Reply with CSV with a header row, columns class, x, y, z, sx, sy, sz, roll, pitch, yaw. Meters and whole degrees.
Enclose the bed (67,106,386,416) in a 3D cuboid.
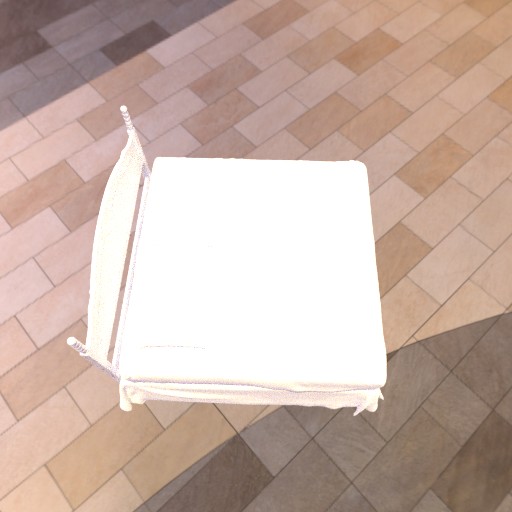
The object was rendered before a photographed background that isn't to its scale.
class,x,y,z,sx,sy,sz,roll,pitch,yaw
bed,0.000,0.000,3.630,2.219,1.355,2.322,2,63,1
